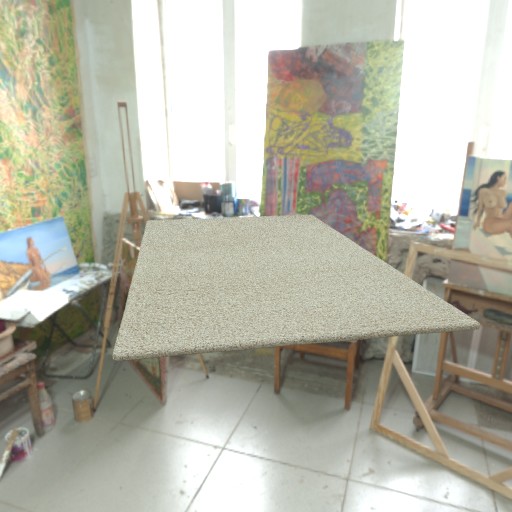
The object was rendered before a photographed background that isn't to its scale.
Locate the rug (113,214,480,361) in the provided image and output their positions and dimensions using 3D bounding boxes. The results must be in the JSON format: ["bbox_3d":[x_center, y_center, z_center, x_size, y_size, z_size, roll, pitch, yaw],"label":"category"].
[{"bbox_3d":[0.000,0.000,2.913,1.524,0.030,2.438,-3,17,-10],"label":"rug"}]
